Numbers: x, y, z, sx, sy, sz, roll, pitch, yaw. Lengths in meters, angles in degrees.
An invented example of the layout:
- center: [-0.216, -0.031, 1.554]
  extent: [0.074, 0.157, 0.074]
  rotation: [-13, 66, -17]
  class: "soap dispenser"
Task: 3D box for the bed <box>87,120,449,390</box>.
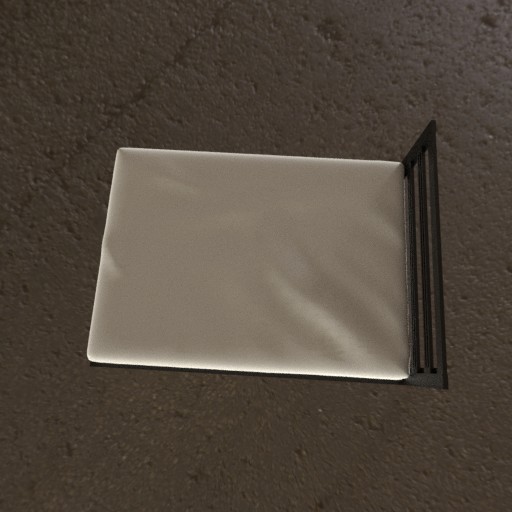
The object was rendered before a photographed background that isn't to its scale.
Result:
- center: [0.000, 0.000, 2.905]
  extent: [2.062, 0.967, 1.524]
  rotation: [3, 76, 1]
  class: "bed"
